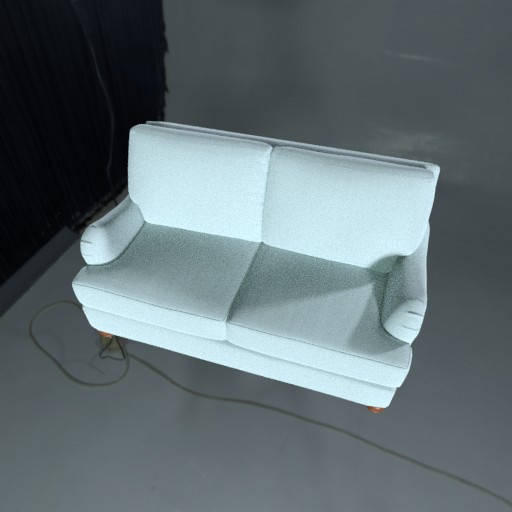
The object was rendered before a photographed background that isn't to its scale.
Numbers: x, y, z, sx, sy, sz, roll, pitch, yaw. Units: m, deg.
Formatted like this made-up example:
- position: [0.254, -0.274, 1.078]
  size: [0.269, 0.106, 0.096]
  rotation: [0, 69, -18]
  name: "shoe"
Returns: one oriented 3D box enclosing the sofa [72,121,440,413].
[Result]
- position: [0.000, 0.000, 2.565]
  size: [1.853, 1.101, 1.084]
  rotation: [12, 45, 13]
  name: "sofa"
